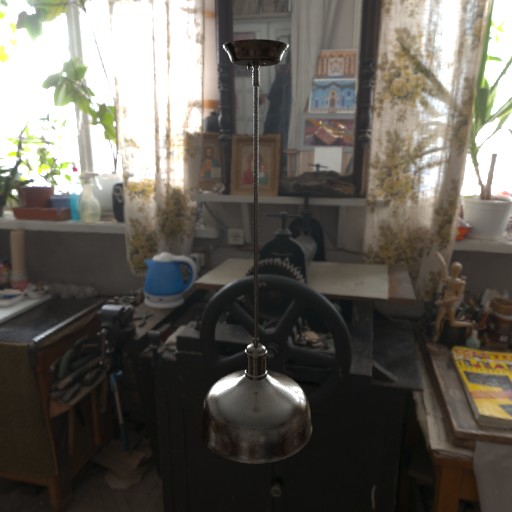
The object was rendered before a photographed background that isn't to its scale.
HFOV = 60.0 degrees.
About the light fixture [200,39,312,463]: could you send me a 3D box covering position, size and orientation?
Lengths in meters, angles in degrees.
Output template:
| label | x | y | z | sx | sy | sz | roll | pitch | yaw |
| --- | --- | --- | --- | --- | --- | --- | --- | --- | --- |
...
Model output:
| label | x | y | z | sx | sy | sz | roll | pitch | yaw |
| --- | --- | --- | --- | --- | --- | --- | --- | --- | --- |
| light fixture | 0.000 | 0.000 | 1.075 | 0.299 | 0.935 | 0.299 | -7 | 16 | -26 |
